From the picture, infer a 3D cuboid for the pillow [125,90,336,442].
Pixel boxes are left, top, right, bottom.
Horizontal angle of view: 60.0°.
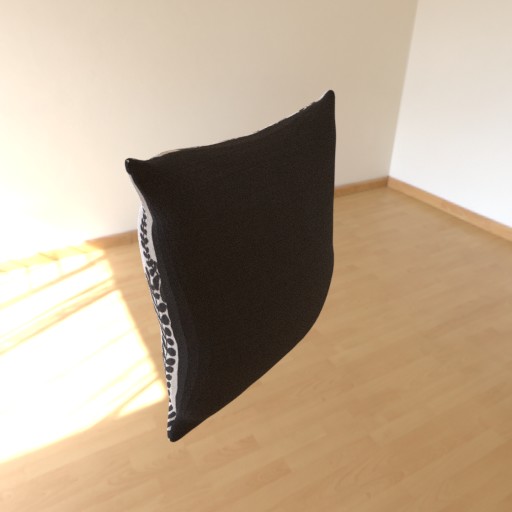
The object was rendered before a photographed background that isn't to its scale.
[{"bbox_3d":[0.000,0.000,0.697,0.182,0.441,0.440,21,36,31],"label":"pillow"}]
